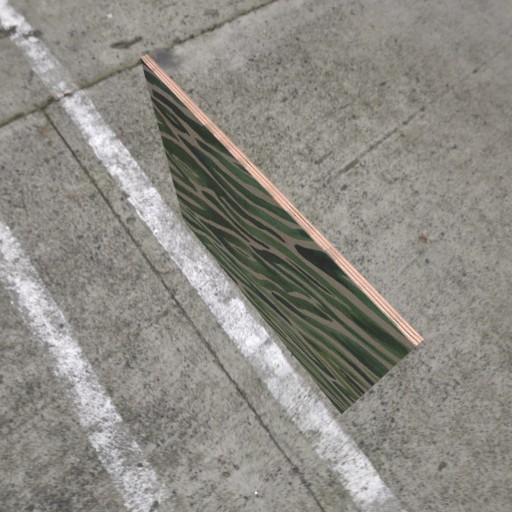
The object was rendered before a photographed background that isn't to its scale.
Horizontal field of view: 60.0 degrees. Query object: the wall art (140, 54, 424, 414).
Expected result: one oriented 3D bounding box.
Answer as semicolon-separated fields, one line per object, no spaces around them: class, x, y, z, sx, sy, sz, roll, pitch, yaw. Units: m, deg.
wall art;0.000;0.000;0.692;0.012;0.408;0.508;-34;67;-17
